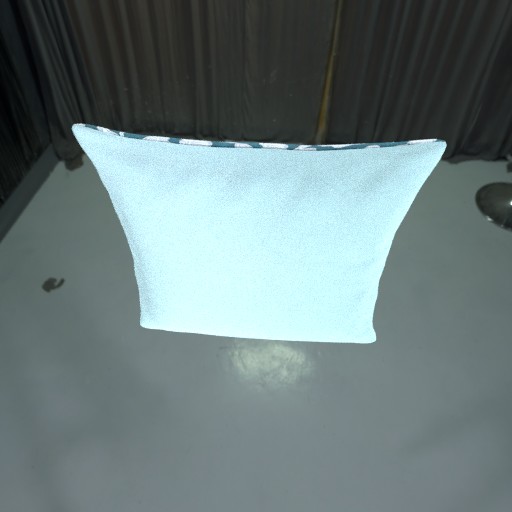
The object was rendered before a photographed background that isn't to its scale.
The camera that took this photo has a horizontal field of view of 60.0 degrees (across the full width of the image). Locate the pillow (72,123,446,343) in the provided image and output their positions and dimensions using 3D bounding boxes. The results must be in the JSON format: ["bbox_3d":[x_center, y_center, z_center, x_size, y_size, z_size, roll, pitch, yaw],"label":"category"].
[{"bbox_3d":[0.000,0.000,0.802,0.525,0.508,0.166,3,47,3],"label":"pillow"}]
